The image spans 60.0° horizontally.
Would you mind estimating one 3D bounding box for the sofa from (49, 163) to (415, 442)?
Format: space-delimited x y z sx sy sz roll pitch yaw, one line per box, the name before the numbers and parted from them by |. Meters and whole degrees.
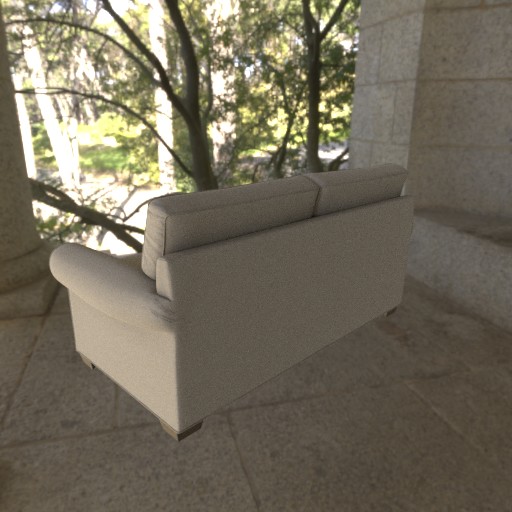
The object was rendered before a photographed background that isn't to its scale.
sofa | 0.000 0.000 2.431 1.930 0.952 0.940 -17 24 -42
